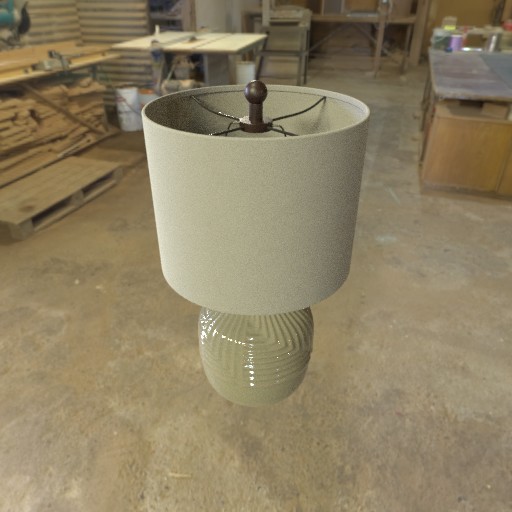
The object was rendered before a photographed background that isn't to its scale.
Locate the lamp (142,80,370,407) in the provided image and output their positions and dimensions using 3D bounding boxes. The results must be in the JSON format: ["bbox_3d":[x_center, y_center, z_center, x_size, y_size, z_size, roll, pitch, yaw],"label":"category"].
[{"bbox_3d":[0.000,0.000,0.759,0.318,0.567,0.318,0,31,0],"label":"lamp"}]
